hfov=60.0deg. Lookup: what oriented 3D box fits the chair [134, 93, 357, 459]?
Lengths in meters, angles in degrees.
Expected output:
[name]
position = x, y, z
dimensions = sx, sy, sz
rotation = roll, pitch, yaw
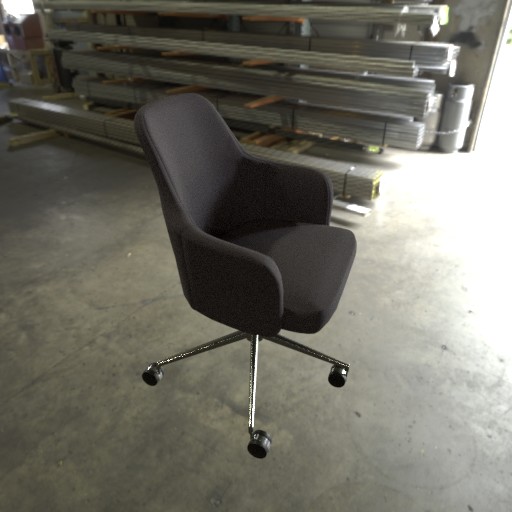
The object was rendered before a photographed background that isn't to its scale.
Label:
[chair]
position = 0.000, 0.000, 1.259
dimensions = 0.600, 0.820, 0.655
rotation = 11, 32, 18
